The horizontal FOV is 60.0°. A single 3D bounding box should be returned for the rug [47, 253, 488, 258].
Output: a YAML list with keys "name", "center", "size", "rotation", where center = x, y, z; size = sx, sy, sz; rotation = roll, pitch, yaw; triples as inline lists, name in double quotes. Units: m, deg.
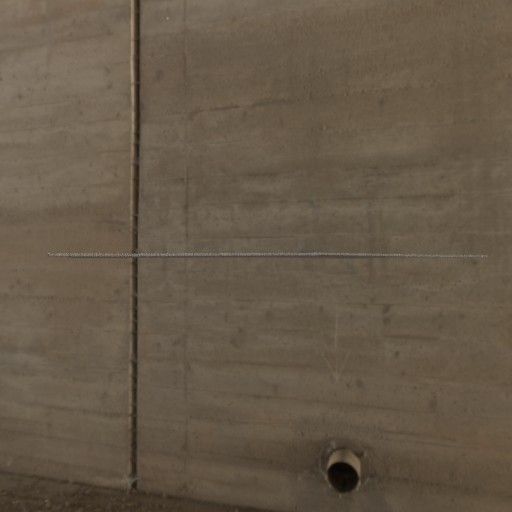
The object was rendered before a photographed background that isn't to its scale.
- name: "rug"
  center: [0.000, 0.000, 2.212]
  size: [1.773, 0.021, 1.149]
  rotation: [0, -1, -18]
